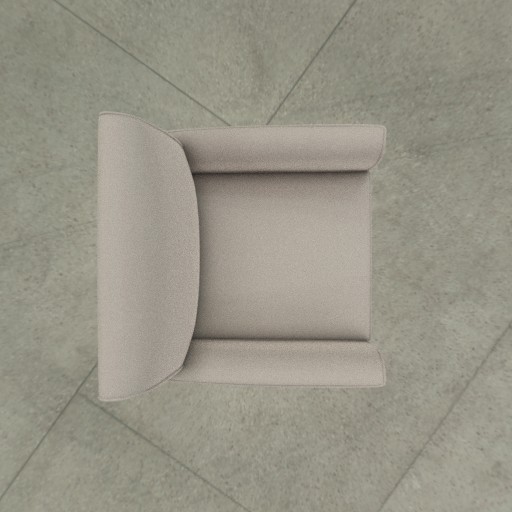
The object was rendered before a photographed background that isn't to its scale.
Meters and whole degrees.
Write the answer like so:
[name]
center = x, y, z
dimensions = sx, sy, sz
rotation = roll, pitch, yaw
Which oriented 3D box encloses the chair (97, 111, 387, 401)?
[chair]
center = 0.000, 0.000, 1.547
dimensions = 0.820, 0.915, 0.820
rotation = 0, 90, -1
